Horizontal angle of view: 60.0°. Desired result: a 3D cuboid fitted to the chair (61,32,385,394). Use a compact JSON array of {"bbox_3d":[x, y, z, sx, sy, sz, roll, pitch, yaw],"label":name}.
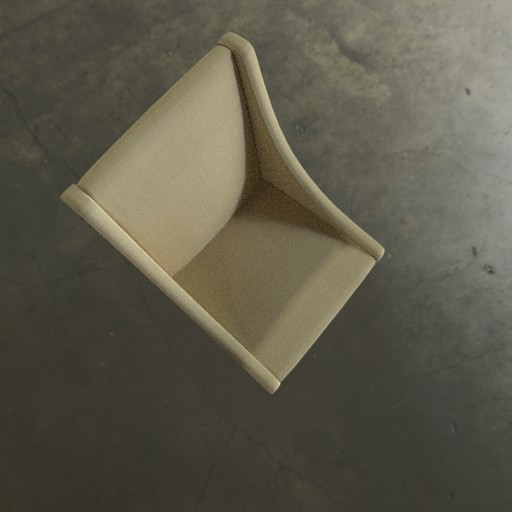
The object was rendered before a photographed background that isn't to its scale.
[{"bbox_3d":[0.000,0.000,1.374,0.611,1.021,0.575,39,79,9],"label":"chair"}]
